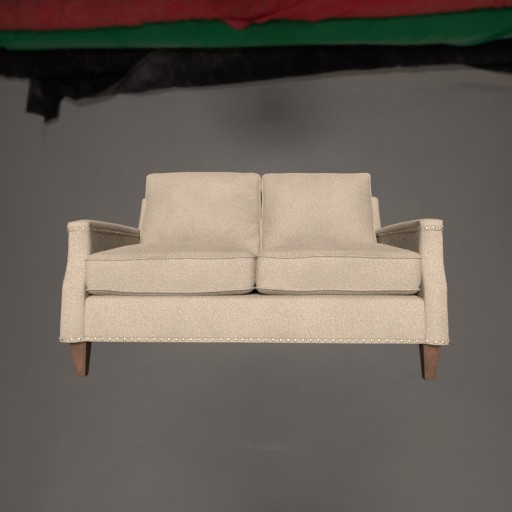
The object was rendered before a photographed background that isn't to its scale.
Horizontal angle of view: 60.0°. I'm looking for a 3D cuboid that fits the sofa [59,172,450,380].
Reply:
[{"bbox_3d":[0.000,0.000,2.309,1.597,1.003,1.084,0,0,2],"label":"sofa"}]
